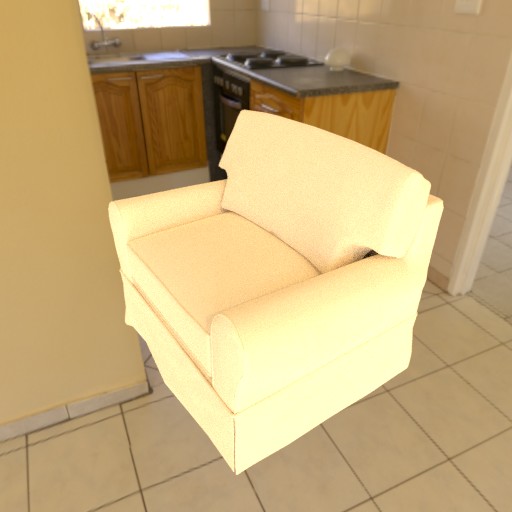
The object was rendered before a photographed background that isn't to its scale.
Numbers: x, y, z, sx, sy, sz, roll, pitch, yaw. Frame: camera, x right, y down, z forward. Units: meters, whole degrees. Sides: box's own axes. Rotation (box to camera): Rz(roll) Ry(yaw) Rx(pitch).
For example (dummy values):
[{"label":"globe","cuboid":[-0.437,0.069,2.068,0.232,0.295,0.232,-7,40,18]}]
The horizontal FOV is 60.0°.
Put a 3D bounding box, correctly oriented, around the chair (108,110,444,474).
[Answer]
[{"label":"chair","cuboid":[0.000,0.000,1.799,0.904,0.958,1.099,-20,37,-29]}]
